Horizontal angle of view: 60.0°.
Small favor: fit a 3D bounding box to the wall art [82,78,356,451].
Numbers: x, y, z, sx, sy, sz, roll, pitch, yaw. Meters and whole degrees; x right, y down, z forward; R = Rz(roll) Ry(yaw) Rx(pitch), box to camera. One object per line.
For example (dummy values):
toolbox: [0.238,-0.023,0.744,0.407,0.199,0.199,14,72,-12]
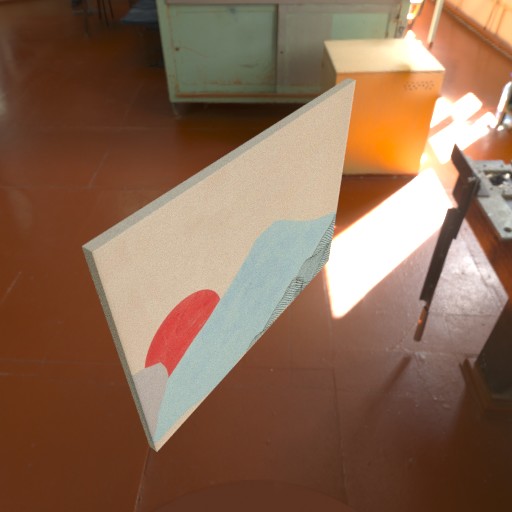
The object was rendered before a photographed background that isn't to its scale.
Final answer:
wall art: [0.000,0.000,1.604,0.042,0.912,1.219,26,48,26]
